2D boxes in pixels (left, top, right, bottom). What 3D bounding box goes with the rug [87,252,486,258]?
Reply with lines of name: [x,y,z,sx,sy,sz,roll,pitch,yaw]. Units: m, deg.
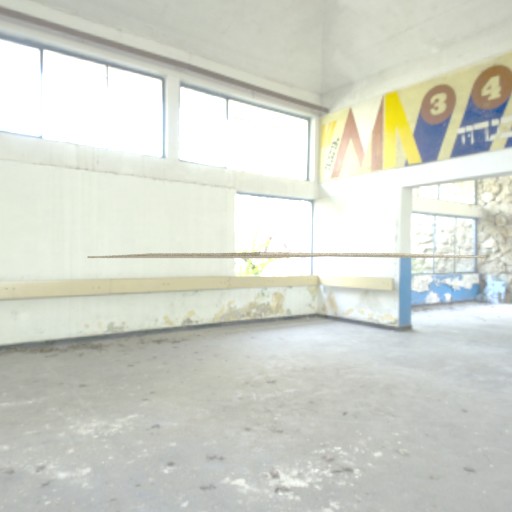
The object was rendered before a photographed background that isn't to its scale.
rug: [0.000,0.000,2.967,1.596,0.030,2.283,0,-1,-35]
